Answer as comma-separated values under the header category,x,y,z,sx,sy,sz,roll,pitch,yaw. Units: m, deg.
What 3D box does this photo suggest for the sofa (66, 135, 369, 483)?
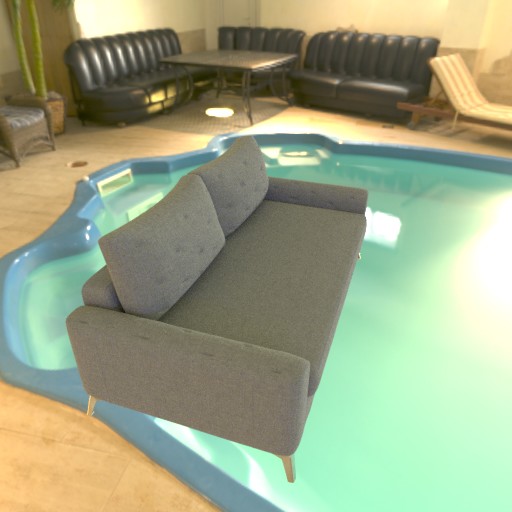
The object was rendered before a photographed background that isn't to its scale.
category,x,y,z,sx,sy,sz,roll,pitch,yaw
sofa,0.000,0.000,2.155,0.920,0.790,1.650,10,33,17
